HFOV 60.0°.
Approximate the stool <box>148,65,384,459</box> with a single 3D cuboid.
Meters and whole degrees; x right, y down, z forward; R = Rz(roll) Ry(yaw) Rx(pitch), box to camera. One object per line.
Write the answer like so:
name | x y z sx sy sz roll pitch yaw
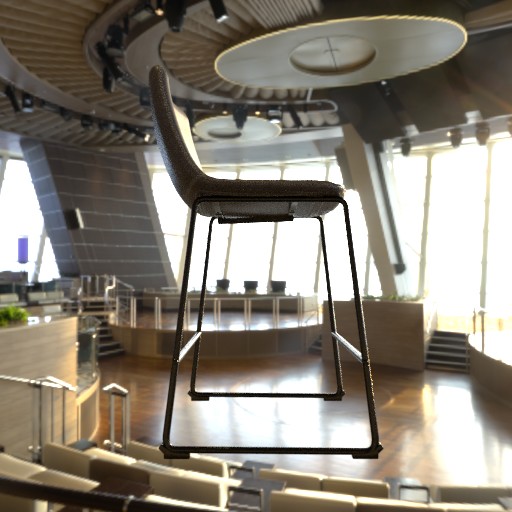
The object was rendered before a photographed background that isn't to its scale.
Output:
stool | 0.000 0.000 1.163 0.546 0.876 0.470 0 -1 0
